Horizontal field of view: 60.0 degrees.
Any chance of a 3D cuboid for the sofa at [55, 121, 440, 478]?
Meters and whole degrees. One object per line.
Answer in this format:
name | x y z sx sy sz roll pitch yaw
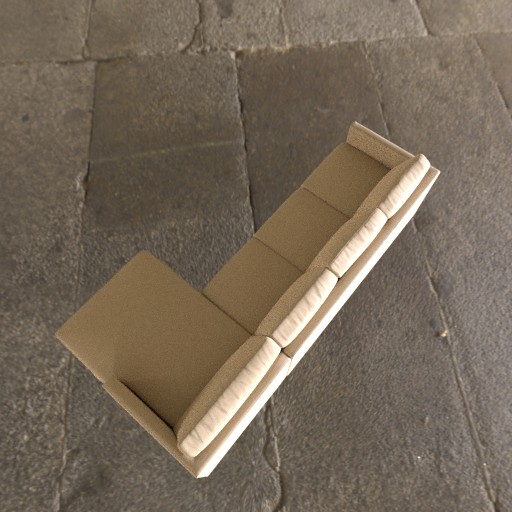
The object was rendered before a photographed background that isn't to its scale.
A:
sofa | 0.000 0.000 3.837 1.622 0.871 3.206 37 70 16
